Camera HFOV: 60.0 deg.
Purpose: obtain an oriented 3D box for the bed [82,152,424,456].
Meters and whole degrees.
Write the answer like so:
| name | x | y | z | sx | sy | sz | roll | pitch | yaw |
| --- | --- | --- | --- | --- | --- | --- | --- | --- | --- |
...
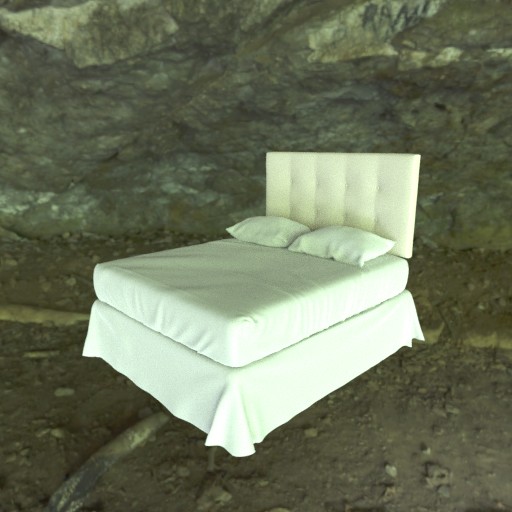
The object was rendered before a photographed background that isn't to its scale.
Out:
| name | x | y | z | sx | sy | sz | roll | pitch | yaw |
| --- | --- | --- | --- | --- | --- | --- | --- | --- | --- |
| bed | 0.000 | 0.000 | 3.519 | 2.222 | 1.577 | 1.936 | -13 | 19 | -43 |
